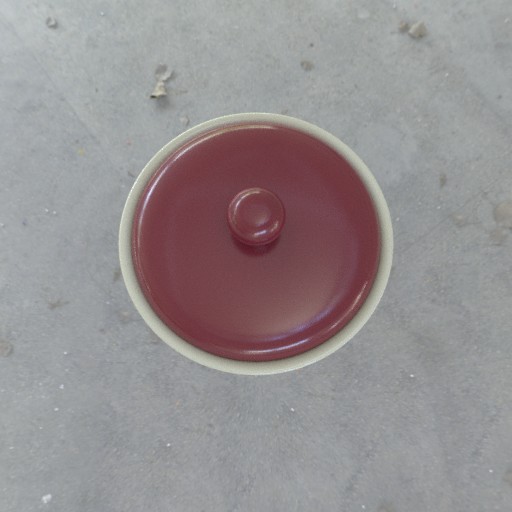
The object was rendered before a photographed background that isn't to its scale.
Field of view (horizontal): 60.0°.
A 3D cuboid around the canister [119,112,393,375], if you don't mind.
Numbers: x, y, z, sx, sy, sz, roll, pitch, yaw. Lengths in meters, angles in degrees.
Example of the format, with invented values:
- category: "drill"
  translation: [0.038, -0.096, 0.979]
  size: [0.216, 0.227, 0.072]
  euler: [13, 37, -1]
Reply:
- category: "canister"
  translation: [0.000, 0.000, 0.350]
  size: [0.182, 0.208, 0.182]
  euler: [0, 75, 0]
